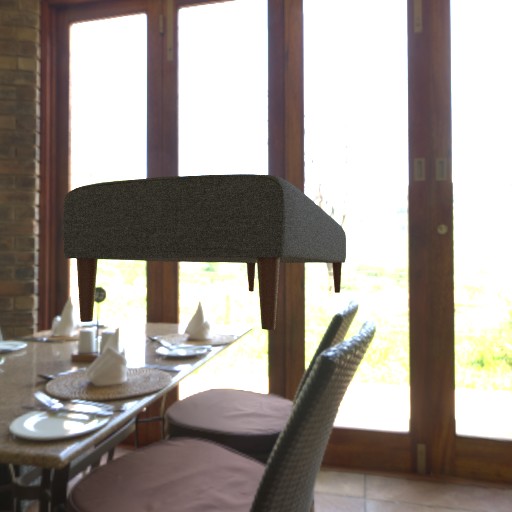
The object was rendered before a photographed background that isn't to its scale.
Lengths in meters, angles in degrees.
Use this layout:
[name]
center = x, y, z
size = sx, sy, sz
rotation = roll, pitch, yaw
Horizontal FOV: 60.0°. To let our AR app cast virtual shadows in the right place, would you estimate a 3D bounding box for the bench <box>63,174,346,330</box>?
[bench]
center = 0.000, 0.000, 1.844
size = 0.631, 0.384, 1.598
rotation = 0, -1, 17
